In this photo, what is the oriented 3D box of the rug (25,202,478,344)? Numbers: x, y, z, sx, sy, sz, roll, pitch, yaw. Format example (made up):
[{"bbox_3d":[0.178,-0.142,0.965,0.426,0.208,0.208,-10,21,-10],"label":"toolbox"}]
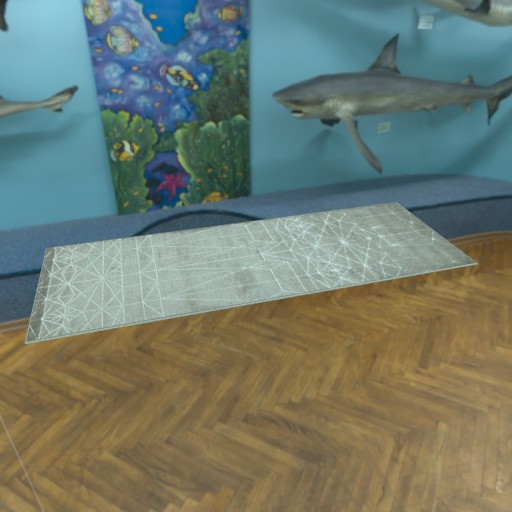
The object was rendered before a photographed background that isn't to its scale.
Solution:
[{"bbox_3d":[0.000,0.000,2.605,2.388,0.012,0.864,-9,33,-14],"label":"rug"}]
